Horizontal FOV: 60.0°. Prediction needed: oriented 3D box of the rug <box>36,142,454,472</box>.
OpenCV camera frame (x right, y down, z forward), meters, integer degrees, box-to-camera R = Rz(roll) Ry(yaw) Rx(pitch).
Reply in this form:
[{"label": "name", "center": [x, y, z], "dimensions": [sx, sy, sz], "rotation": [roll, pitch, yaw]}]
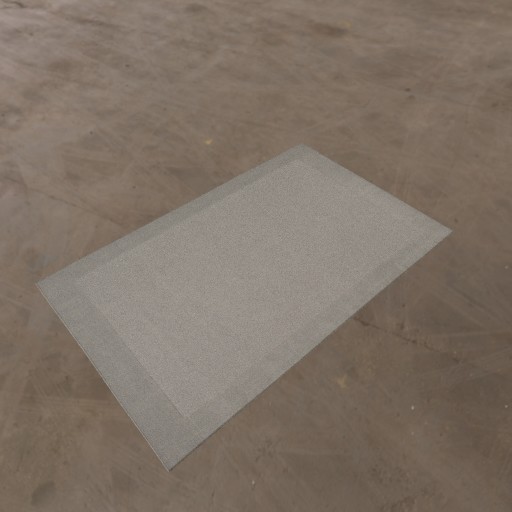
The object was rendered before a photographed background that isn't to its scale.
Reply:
[{"label": "rug", "center": [0.000, 0.000, 3.006], "dimensions": [2.438, 0.014, 1.524], "rotation": [-33, 55, -27]}]
